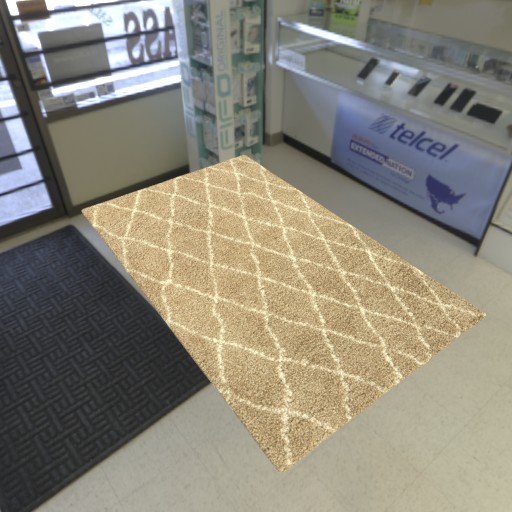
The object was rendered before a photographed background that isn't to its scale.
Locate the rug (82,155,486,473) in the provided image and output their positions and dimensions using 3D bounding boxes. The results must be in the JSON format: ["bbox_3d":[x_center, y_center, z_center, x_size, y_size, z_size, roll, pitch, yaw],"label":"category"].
[{"bbox_3d":[0.000,0.000,2.969,1.524,0.030,2.438,-25,46,-27],"label":"rug"}]
